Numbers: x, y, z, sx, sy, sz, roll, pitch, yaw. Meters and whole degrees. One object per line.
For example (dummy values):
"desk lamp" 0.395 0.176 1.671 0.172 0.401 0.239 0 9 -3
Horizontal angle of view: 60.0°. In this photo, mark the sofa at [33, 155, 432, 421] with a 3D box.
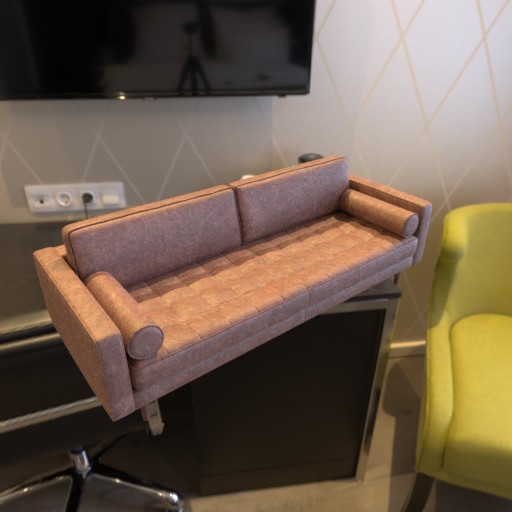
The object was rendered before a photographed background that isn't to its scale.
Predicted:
"sofa" 0.000 0.000 2.618 2.210 0.762 0.914 -21 36 -32
